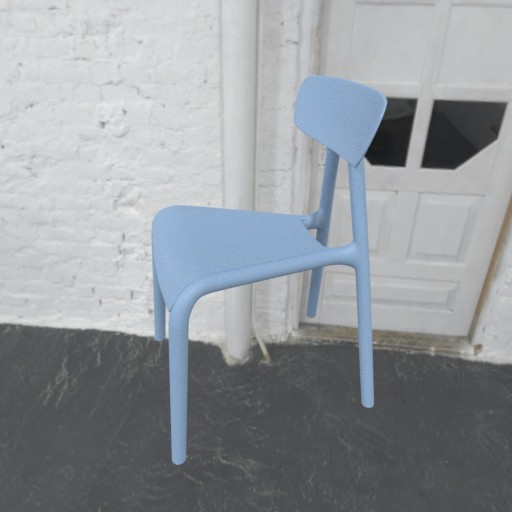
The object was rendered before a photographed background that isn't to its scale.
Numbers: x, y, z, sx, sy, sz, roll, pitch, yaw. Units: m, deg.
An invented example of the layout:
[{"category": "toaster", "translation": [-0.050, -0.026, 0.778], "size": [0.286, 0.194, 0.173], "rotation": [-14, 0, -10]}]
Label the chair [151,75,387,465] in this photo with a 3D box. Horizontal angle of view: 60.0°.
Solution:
[{"category": "chair", "translation": [0.000, 0.000, 0.815], "size": [0.401, 0.580, 0.356], "rotation": [-8, 31, -14]}]
